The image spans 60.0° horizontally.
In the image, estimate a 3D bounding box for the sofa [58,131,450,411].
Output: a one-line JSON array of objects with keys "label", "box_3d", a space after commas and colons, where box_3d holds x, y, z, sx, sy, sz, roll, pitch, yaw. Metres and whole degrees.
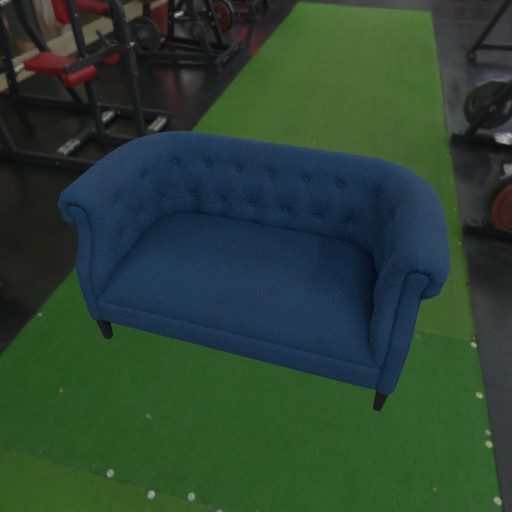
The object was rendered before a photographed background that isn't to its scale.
[{"label": "sofa", "box_3d": [0.000, 0.000, 2.096, 1.558, 0.827, 0.835, 11, 43, 13]}]
